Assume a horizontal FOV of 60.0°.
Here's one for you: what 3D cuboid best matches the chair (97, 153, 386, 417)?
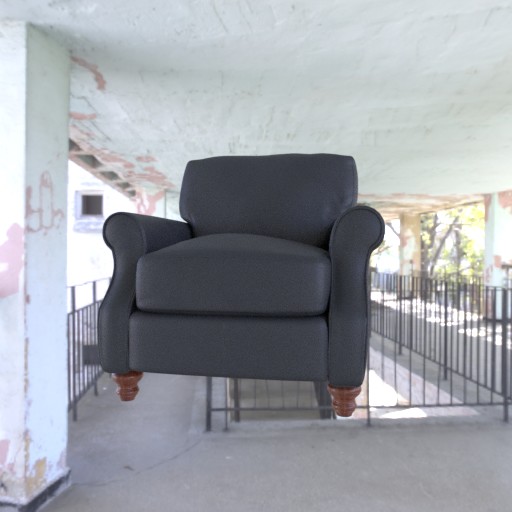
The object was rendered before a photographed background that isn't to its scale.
[{"bbox_3d":[0.000,0.000,1.806,1.015,0.960,1.027,0,0,17],"label":"chair"}]
